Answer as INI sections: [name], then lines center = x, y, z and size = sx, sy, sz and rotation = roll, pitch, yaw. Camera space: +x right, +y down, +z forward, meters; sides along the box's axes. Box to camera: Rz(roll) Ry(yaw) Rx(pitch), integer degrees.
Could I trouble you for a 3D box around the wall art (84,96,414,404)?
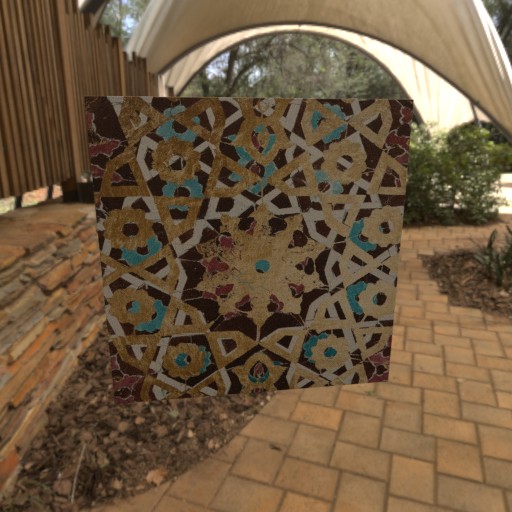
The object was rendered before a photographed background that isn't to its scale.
[wall art]
center = 0.000, 0.000, 0.914
size = 0.609, 0.613, 0.041
rotation = -2, 16, -8
